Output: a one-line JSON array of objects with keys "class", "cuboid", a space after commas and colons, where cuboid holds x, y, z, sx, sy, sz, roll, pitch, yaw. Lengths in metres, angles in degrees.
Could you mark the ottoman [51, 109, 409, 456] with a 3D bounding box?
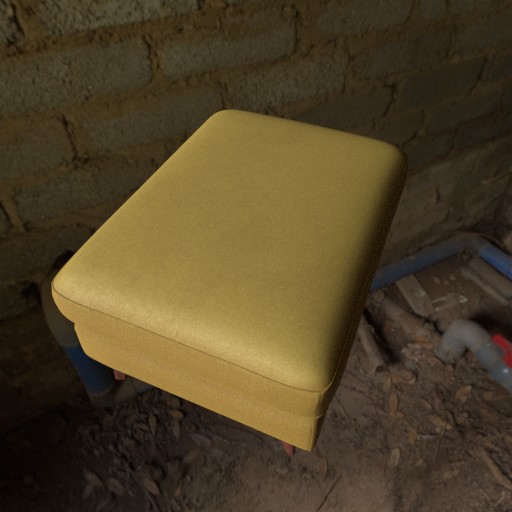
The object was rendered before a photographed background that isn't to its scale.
[{"class": "ottoman", "cuboid": [0.000, 0.000, 1.160, 0.608, 0.449, 0.811, 17, 49, 16]}]
